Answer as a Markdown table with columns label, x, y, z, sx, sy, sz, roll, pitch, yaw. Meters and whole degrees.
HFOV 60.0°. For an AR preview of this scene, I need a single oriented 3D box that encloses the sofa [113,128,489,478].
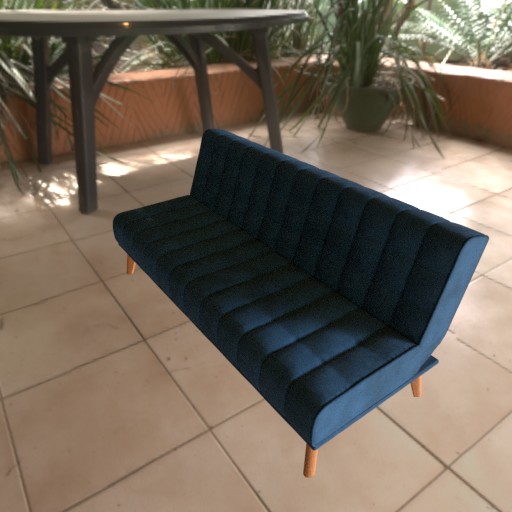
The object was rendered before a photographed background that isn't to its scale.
| label | x | y | z | sx | sy | sz | roll | pitch | yaw |
| --- | --- | --- | --- | --- | --- | --- | --- | --- | --- |
| sofa | 0.000 | 0.000 | 2.254 | 0.855 | 0.813 | 1.804 | -21 | 36 | -30 |
